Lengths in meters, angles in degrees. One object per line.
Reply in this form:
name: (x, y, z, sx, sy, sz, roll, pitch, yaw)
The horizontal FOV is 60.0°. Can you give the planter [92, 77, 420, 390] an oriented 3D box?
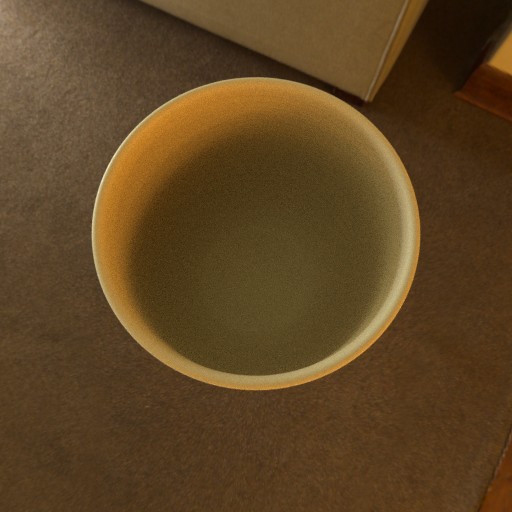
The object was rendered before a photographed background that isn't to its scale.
planter: (0.000, 0.000, 0.301, 0.169, 0.153, 0.169, 0, 75, 0)
